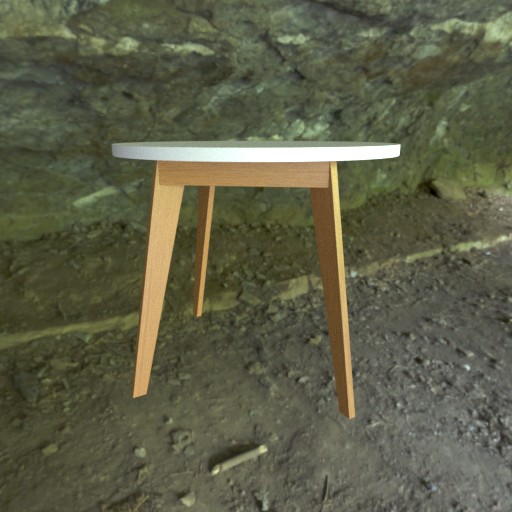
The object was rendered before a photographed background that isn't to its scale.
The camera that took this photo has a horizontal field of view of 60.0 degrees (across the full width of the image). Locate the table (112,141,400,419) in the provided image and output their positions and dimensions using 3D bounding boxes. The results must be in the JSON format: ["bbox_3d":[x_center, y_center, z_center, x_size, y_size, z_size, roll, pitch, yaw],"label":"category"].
[{"bbox_3d":[0.000,0.000,1.544,0.896,0.762,0.896,0,16,0],"label":"table"}]
